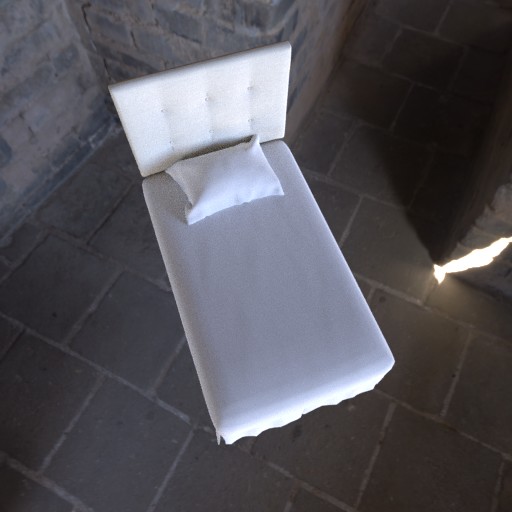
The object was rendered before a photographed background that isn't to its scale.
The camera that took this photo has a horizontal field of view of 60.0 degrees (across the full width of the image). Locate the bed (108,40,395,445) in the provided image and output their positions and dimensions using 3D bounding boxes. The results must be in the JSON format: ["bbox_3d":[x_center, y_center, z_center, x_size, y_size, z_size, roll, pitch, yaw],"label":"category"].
[{"bbox_3d":[0.000,0.000,2.953,1.261,1.571,1.997,-18,65,-9],"label":"bed"}]
